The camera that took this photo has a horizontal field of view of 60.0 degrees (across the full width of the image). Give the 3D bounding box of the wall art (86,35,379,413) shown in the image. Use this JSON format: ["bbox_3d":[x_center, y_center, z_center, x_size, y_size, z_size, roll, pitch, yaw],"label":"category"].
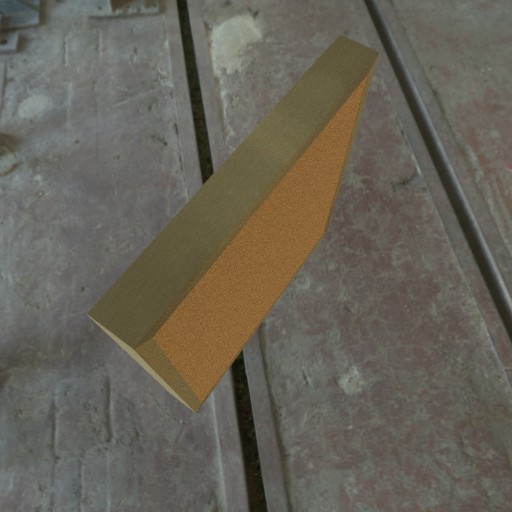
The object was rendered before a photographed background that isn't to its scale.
[{"bbox_3d":[0.000,0.000,0.455,0.038,0.305,0.304,32,68,15],"label":"wall art"}]
